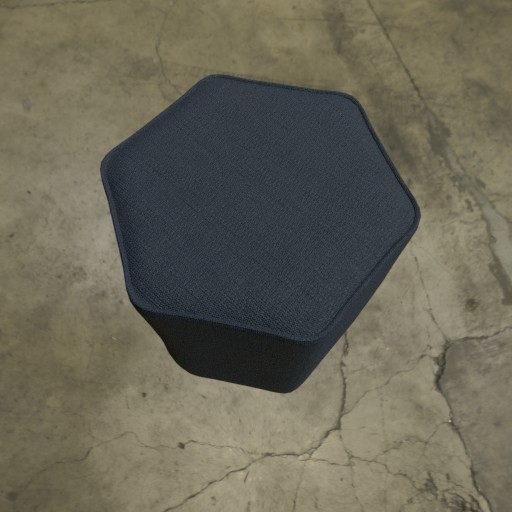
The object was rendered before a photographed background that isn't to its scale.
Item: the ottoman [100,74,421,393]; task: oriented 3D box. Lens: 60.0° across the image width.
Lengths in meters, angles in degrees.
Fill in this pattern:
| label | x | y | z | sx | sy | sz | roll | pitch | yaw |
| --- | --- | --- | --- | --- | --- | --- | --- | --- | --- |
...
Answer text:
| label | x | y | z | sx | sy | sz | roll | pitch | yaw |
| --- | --- | --- | --- | --- | --- | --- | --- | --- | --- |
| ottoman | 0.000 | 0.000 | 0.878 | 0.454 | 0.505 | 0.492 | -13 | 66 | -6 |
